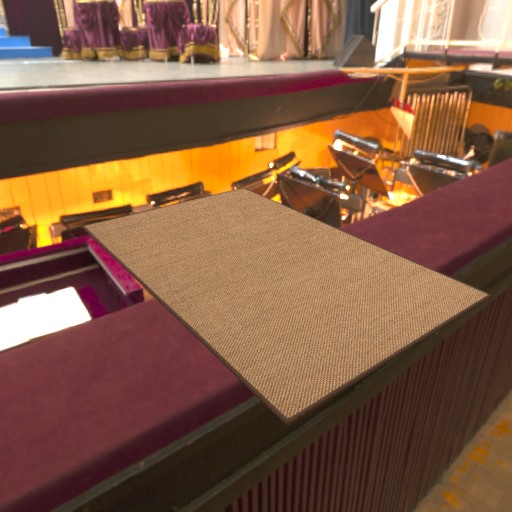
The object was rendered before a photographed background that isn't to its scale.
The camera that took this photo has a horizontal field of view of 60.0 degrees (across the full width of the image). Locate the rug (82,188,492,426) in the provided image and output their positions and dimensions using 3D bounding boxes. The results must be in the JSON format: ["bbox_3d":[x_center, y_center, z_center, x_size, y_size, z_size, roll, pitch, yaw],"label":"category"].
[{"bbox_3d":[0.000,0.000,2.048,1.067,0.013,1.676,-19,33,-33],"label":"rug"}]
